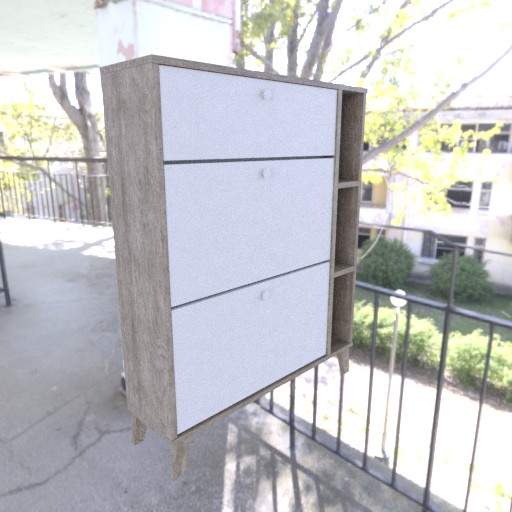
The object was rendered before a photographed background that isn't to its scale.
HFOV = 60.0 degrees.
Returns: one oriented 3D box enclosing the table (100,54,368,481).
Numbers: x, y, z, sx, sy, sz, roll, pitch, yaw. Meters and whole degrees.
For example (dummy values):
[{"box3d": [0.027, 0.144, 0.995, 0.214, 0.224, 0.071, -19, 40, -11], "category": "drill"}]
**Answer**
[{"box3d": [0.000, 0.000, 1.522, 0.902, 1.135, 0.256, -14, 20, -43], "category": "table"}]
